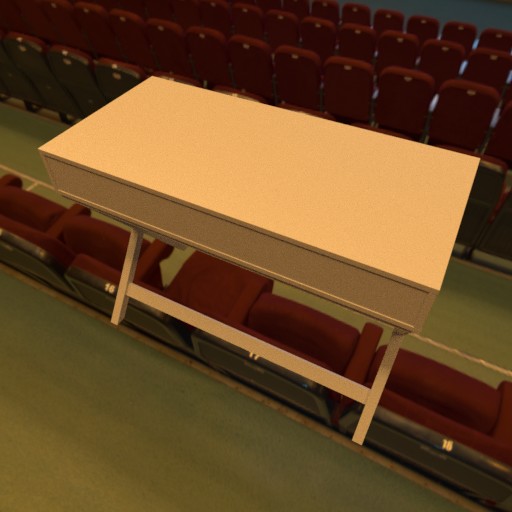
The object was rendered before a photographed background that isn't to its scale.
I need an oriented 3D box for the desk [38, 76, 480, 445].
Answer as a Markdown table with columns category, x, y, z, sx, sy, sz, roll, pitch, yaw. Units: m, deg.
| category | x | y | z | sx | sy | sz | roll | pitch | yaw |
| --- | --- | --- | --- | --- | --- | --- | --- | --- | --- |
| desk | 0.000 | 0.000 | 1.452 | 1.059 | 0.780 | 0.509 | 21 | 49 | 19 |
